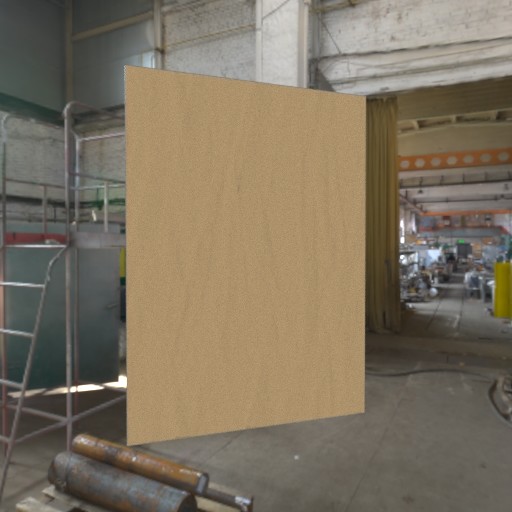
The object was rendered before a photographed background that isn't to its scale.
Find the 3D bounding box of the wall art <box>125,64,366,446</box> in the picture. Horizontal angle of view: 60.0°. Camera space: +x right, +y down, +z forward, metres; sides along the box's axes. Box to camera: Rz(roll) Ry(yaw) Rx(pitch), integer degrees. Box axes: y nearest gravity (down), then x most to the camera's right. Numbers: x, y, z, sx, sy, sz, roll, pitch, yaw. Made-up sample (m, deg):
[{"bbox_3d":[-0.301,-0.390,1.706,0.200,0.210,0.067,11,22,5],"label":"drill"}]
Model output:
[{"bbox_3d":[0.000,0.000,1.436,0.810,1.116,0.016,0,1,-19],"label":"wall art"}]
